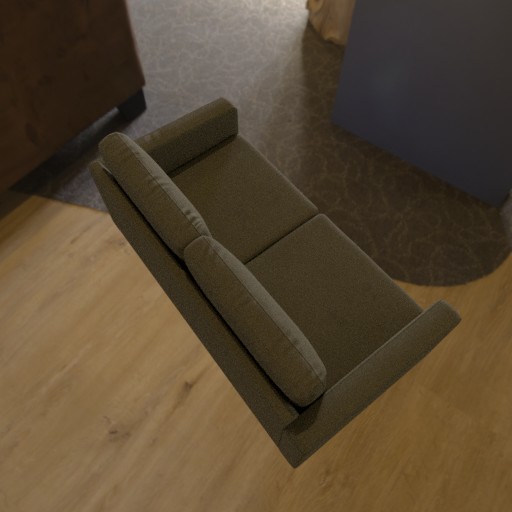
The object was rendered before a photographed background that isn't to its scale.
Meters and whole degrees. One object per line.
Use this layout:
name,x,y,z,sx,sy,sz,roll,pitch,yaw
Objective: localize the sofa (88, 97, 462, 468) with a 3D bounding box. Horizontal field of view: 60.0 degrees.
sofa,0.000,0.000,2.237,0.889,0.897,1.730,-33,65,-18
